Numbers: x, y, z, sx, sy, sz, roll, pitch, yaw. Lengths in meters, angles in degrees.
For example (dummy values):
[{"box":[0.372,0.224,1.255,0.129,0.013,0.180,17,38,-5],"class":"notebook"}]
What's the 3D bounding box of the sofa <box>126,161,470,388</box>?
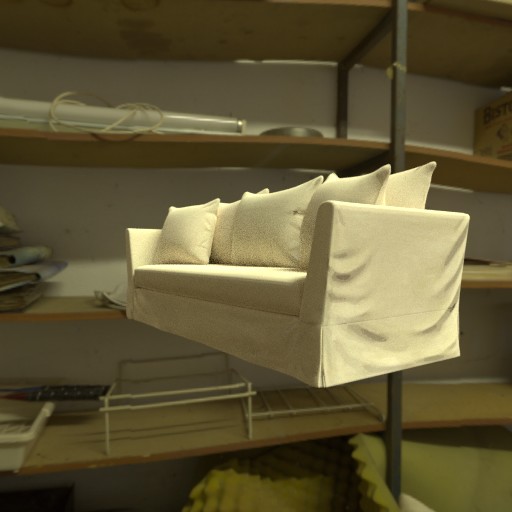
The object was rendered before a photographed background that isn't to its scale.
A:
[{"box":[0.000,0.000,3.019,1.030,1.042,2.484,0,0,-35],"class":"sofa"}]
